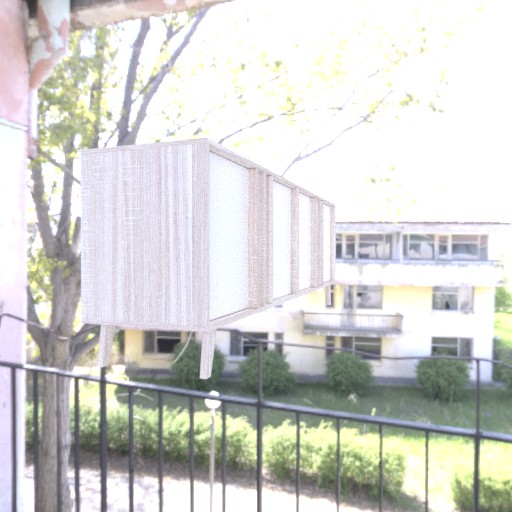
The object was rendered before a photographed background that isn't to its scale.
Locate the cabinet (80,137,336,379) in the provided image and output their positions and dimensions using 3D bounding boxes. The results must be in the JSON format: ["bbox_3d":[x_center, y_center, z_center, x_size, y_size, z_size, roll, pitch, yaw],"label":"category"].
[{"bbox_3d":[0.000,0.000,2.515,0.500,0.780,2.200,0,1,21],"label":"cabinet"}]
